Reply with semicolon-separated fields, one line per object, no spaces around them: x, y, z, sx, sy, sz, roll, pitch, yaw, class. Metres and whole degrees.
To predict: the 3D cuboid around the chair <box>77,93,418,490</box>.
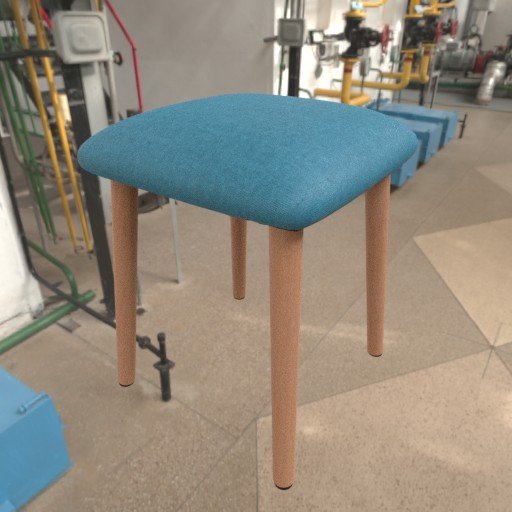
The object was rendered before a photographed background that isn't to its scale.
0.000;0.000;0.682;0.360;0.450;0.360;19;34;31;chair
